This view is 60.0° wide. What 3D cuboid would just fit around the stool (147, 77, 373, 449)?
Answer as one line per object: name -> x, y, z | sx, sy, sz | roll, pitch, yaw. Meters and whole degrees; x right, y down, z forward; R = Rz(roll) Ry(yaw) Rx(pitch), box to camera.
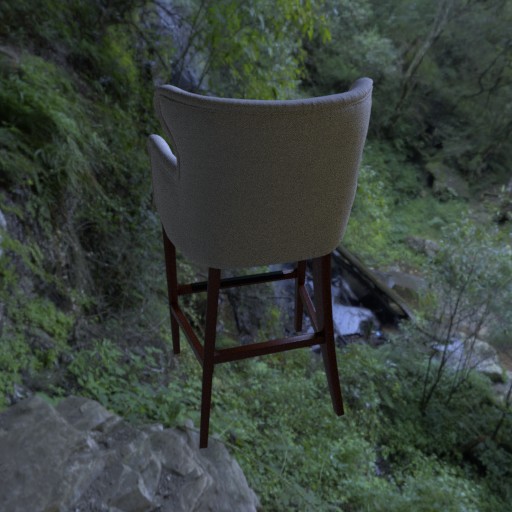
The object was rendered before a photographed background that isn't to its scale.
stool -> 0.000, 0.000, 1.365 | 0.556, 1.034, 0.563 | -8, 28, -14
